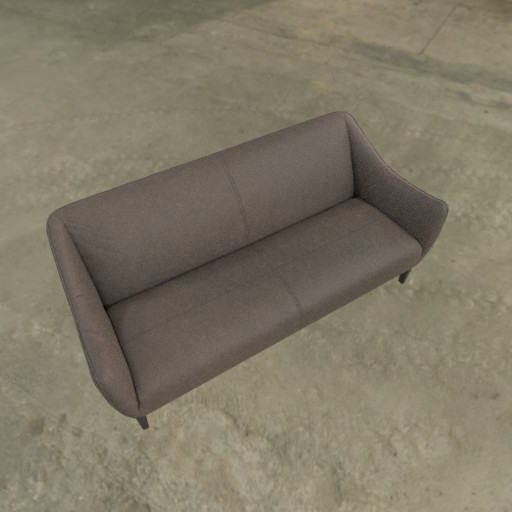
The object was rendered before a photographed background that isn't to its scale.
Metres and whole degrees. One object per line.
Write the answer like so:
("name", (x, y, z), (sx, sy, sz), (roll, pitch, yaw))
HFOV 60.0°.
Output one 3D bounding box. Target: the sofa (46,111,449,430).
("sofa", (0.000, 0.000, 2.383), (1.928, 0.831, 0.869), (-25, 52, -21))
